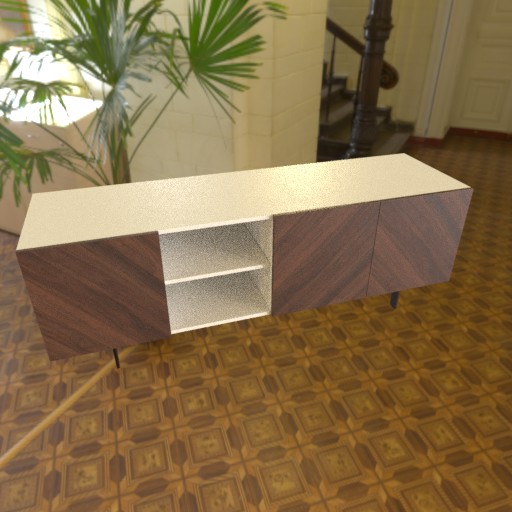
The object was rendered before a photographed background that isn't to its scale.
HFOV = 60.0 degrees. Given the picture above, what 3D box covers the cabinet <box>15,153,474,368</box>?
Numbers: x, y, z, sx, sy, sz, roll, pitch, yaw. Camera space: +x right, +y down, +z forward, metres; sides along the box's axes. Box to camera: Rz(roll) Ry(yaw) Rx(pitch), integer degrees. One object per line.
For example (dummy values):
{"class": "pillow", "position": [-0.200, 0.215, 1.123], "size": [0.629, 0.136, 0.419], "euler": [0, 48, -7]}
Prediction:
{"class": "cabinet", "position": [0.000, 0.000, 1.703], "size": [1.499, 0.533, 0.431], "euler": [-9, 32, -15]}
